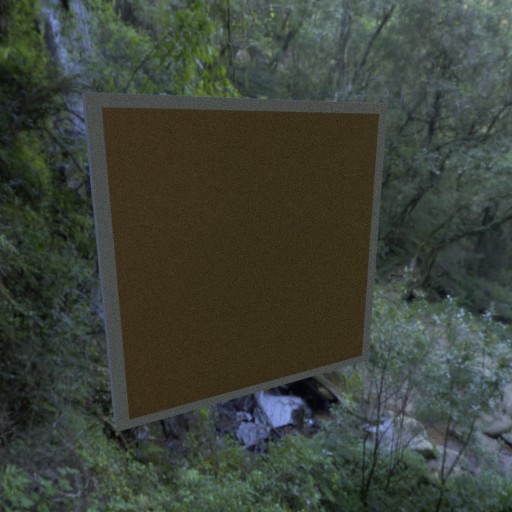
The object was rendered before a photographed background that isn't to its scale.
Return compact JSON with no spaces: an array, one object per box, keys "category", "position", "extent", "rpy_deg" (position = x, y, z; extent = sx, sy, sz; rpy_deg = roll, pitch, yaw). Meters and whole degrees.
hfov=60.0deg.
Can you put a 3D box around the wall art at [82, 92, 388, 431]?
[{"category":"wall art","position":[0.000,0.000,0.459],"extent":[0.307,0.307,0.020],"rpy_deg":[-8,17,-26]}]
